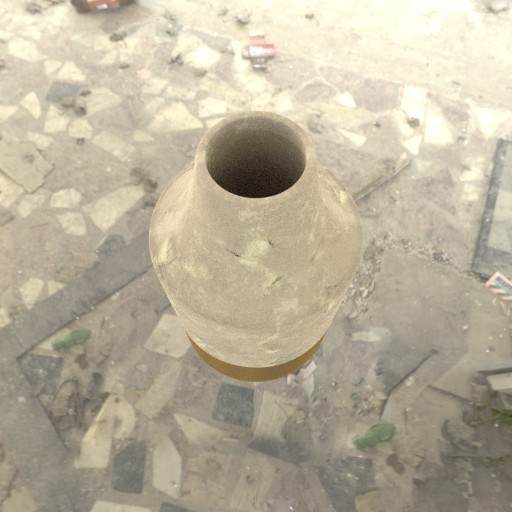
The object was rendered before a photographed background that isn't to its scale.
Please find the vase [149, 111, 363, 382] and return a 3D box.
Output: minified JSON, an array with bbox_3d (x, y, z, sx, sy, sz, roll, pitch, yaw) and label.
[{"bbox_3d":[0.000,0.000,0.429,0.184,0.305,0.184,0,64,0],"label":"vase"}]
